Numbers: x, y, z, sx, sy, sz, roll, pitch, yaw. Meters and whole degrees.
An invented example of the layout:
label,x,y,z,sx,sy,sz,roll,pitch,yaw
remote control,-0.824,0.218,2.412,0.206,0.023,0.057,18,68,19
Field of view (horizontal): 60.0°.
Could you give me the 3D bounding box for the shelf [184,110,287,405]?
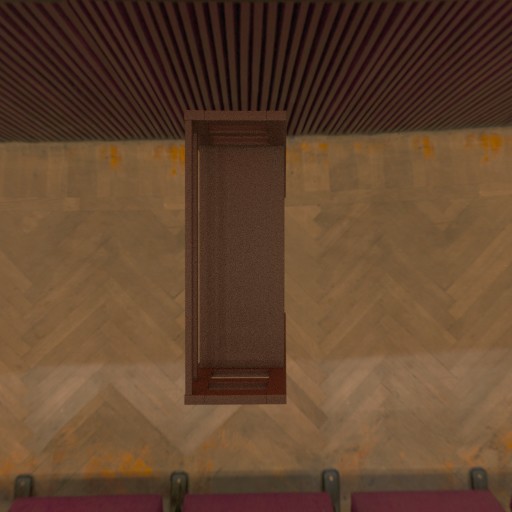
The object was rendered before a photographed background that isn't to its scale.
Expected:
label,x,y,z,sx,sy,sz,roll,pitch,yaw
shelf,0.000,0.000,1.946,0.403,1.600,0.763,0,90,-1
